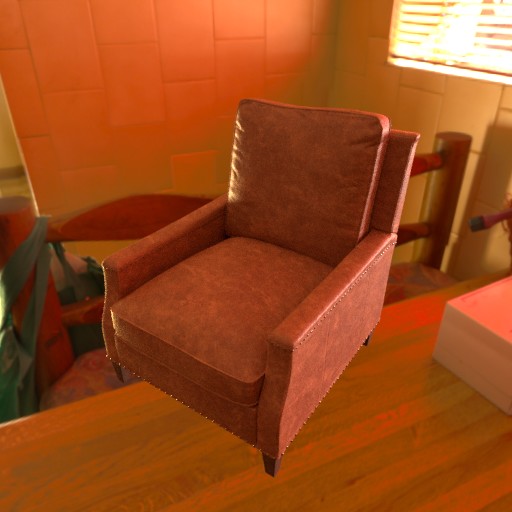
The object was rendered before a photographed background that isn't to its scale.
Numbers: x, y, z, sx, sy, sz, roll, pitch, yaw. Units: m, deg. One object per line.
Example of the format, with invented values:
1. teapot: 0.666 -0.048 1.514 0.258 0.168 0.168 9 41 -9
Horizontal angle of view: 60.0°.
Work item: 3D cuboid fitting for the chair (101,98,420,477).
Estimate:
1. chair: 0.000 0.000 1.788 0.854 1.054 1.035 19 35 30
